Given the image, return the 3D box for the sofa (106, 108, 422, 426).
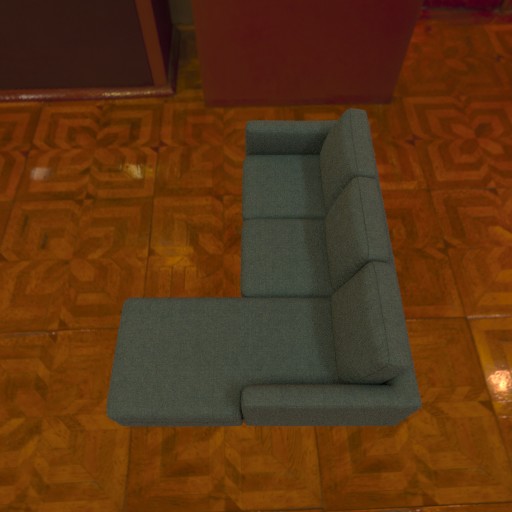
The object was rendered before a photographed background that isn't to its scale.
[{"bbox_3d":[0.000,0.000,2.925,1.667,0.957,2.055,0,59,0],"label":"sofa"}]
